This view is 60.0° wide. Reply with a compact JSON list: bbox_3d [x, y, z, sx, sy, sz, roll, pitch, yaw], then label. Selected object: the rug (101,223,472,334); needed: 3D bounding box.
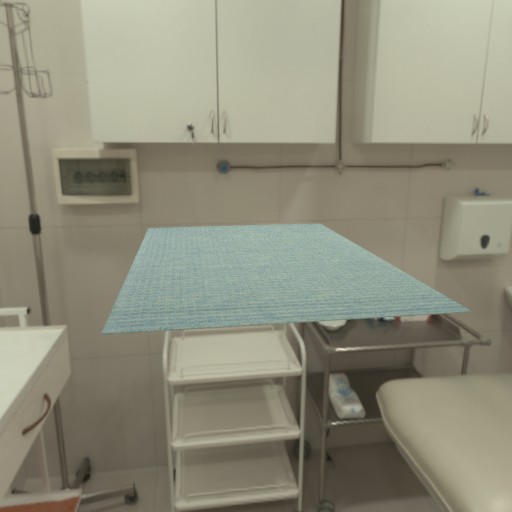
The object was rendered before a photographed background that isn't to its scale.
[{"bbox_3d":[0.000,0.000,3.706,1.982,0.006,2.895,-2,14,-9],"label":"rug"}]
